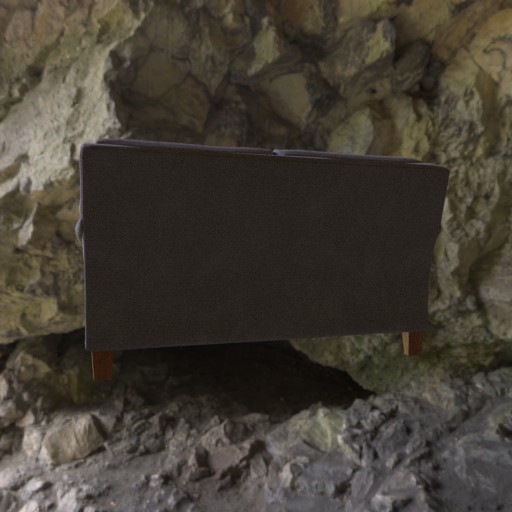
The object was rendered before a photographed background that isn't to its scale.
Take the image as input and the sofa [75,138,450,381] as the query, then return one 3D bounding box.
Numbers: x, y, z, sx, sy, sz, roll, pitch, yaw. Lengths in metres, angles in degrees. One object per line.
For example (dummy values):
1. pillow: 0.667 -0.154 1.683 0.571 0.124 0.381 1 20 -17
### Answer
1. sofa: 0.000 0.000 2.535 1.853 1.101 1.084 0 1 -16
